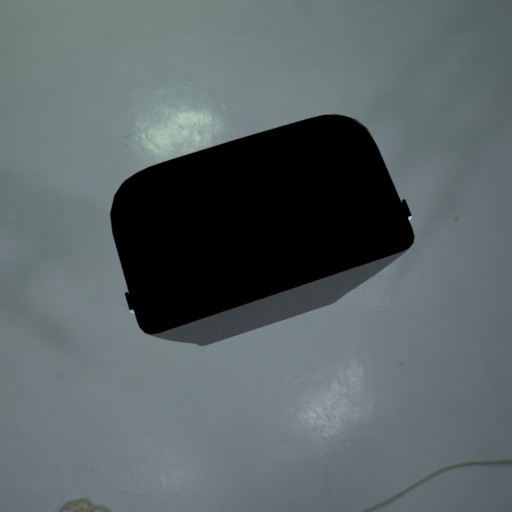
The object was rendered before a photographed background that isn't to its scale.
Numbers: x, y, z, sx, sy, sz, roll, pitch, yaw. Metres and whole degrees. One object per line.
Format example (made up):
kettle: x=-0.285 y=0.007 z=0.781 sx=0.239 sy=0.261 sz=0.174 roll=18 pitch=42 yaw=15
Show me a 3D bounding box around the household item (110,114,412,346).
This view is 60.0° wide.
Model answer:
household item: x=0.000 y=0.000 z=0.144 sx=0.070 sy=0.114 sz=0.038 roll=-18 pitch=77 yaw=-4
